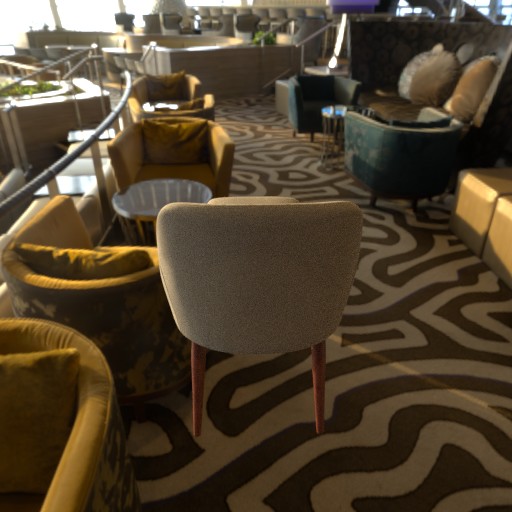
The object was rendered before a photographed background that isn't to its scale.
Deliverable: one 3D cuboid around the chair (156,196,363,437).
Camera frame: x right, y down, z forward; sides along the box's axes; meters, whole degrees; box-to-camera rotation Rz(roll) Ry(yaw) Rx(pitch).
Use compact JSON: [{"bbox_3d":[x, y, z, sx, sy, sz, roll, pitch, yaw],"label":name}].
[{"bbox_3d":[0.000,0.000,1.633,0.584,0.866,1.114,-1,29,-1],"label":"chair"}]
